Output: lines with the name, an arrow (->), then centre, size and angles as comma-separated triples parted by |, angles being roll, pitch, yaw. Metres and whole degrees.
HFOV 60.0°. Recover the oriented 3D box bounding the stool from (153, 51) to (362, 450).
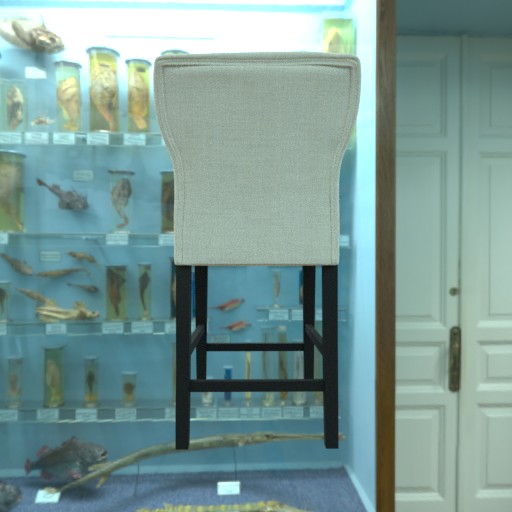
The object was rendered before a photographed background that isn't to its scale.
stool -> 0.000, 0.000, 1.330 | 0.514, 0.972, 0.603 | 0, 1, -1
